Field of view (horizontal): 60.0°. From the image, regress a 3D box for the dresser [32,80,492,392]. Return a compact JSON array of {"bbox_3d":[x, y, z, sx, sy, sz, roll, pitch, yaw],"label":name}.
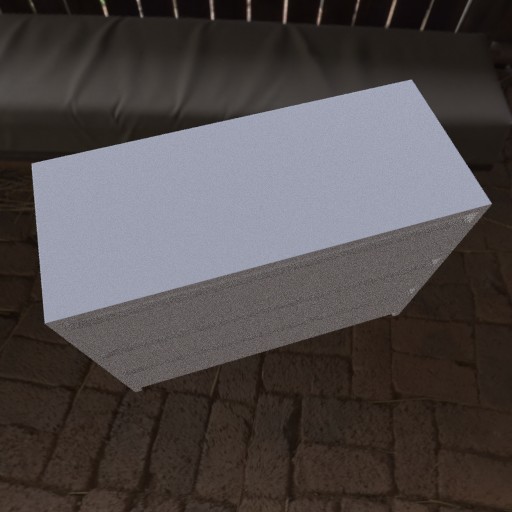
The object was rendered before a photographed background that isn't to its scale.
[{"bbox_3d":[0.000,0.000,1.507,1.100,0.820,0.460,-15,64,-7],"label":"dresser"}]
